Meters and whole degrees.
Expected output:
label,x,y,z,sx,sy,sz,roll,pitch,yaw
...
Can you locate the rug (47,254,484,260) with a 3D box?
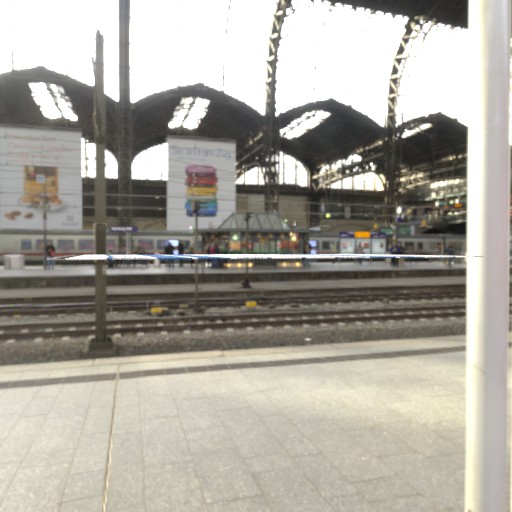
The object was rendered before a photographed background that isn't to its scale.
label,x,y,z,sx,sy,sz,roll,pitch,yaw
rug,0.000,0.000,3.046,2.441,0.010,1.532,0,1,-18
